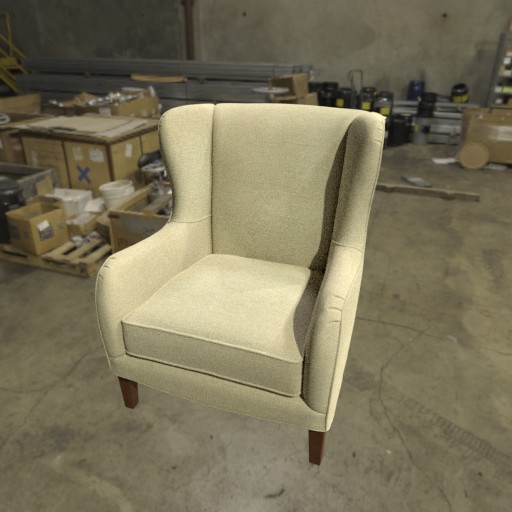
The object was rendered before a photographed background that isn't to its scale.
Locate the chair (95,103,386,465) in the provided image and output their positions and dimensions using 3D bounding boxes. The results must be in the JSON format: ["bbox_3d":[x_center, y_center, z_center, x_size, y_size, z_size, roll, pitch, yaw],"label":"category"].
[{"bbox_3d":[0.000,0.000,1.722,0.838,1.040,0.966,9,28,18],"label":"chair"}]
